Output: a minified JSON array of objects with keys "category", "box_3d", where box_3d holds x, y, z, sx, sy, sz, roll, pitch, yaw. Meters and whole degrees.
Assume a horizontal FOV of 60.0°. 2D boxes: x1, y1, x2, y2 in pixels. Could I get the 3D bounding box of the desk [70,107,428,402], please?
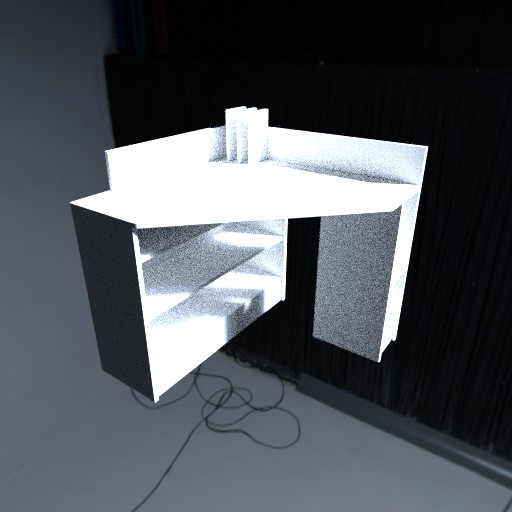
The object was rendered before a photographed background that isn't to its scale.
[{"category":"desk","box_3d":[0.000,0.000,1.774,0.940,0.986,0.940,17,31,32]}]
